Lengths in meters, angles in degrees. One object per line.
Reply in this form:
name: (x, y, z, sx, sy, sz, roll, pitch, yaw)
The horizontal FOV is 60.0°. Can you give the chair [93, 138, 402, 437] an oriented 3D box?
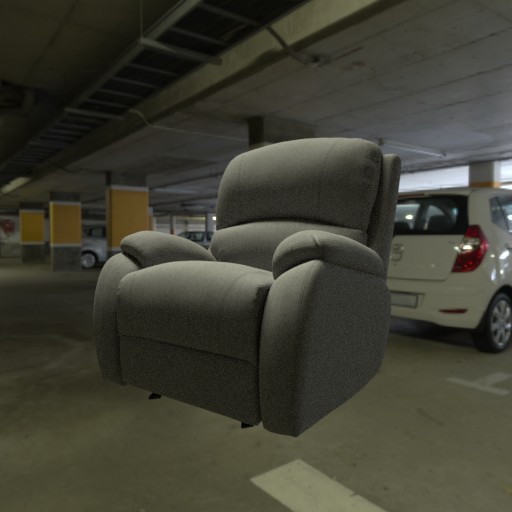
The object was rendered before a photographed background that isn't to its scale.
chair: (0.000, 0.000, 1.742, 0.930, 1.011, 0.899, 2, 3, 35)
